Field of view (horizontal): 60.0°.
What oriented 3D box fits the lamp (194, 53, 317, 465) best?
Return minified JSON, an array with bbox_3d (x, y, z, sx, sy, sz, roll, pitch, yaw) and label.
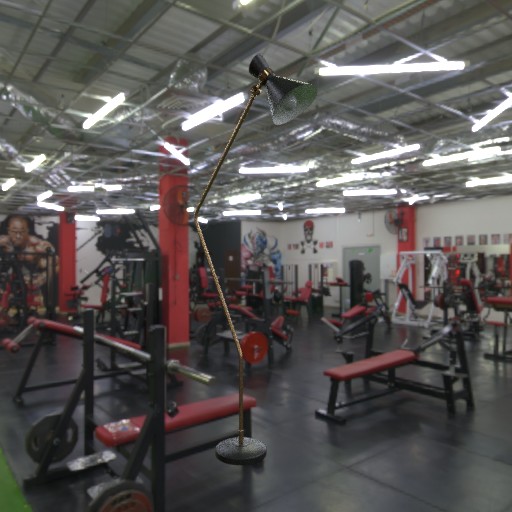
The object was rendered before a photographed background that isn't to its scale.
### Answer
[{"bbox_3d":[0.000,0.000,1.622,0.277,1.438,0.467,0,-1,-36],"label":"lamp"}]
